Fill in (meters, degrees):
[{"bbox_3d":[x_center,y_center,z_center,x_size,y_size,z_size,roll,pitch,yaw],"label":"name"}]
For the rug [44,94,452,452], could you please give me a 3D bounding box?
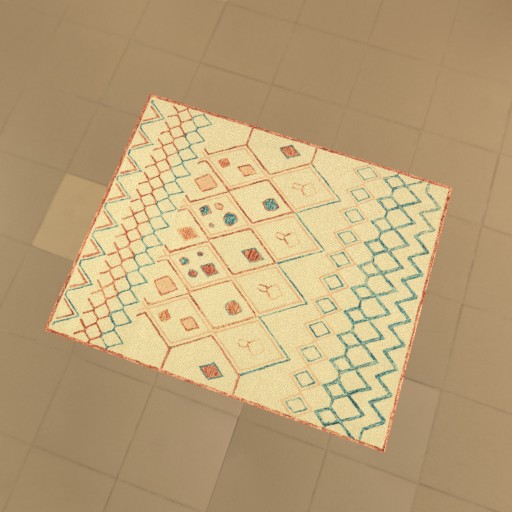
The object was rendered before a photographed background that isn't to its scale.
[{"bbox_3d":[0.000,0.000,3.996,3.050,0.016,2.441,18,77,4],"label":"rug"}]
